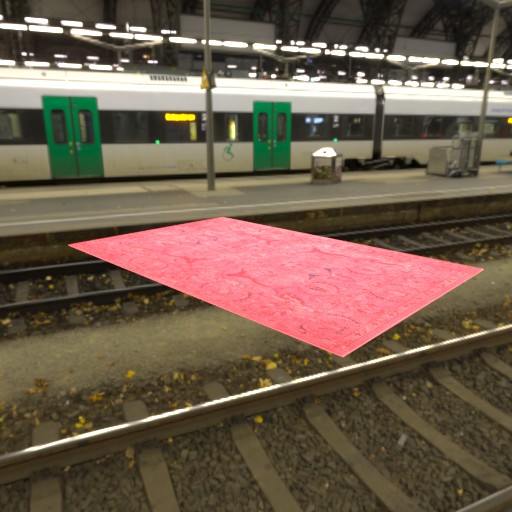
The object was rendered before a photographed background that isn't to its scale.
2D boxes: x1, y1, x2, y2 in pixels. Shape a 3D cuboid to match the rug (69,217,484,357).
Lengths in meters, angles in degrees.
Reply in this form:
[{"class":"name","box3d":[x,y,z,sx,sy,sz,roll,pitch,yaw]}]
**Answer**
[{"class":"rug","box3d":[0.000,0.000,3.019,2.423,0.010,1.534,15,22,42]}]
